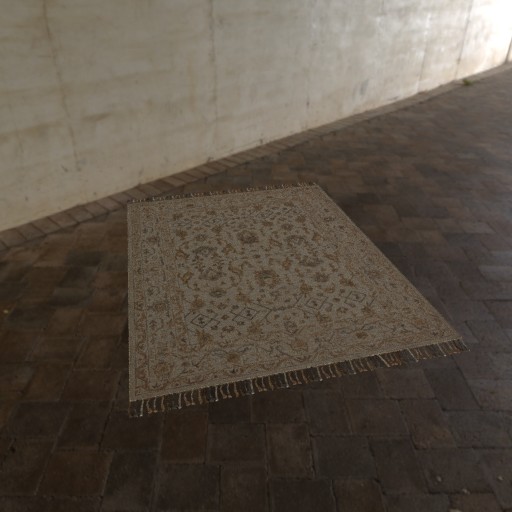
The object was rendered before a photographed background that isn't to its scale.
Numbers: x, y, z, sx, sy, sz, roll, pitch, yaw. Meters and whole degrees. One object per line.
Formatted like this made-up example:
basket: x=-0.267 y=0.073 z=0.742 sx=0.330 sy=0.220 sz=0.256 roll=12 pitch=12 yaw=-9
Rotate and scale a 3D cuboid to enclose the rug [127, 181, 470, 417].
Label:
rug: x=0.000 y=0.000 z=2.268 sx=1.278 sy=0.009 sz=1.726 roll=-8 pitch=33 yaw=-12
